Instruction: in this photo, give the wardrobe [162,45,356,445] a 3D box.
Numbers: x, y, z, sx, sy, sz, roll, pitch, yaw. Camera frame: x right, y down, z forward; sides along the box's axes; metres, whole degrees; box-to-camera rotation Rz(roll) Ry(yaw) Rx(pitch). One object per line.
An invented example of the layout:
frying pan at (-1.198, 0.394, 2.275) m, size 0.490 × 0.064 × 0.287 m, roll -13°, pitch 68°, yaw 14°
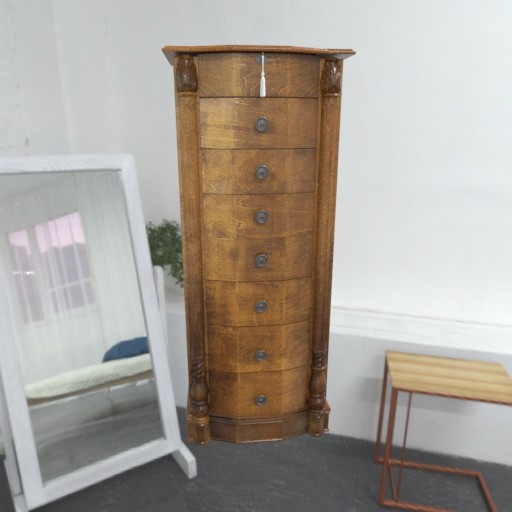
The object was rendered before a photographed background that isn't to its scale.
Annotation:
wardrobe at (0.000, 0.000, 1.146) m, size 0.406 × 0.959 × 0.273 m, roll -2°, pitch 16°, yaw -6°
